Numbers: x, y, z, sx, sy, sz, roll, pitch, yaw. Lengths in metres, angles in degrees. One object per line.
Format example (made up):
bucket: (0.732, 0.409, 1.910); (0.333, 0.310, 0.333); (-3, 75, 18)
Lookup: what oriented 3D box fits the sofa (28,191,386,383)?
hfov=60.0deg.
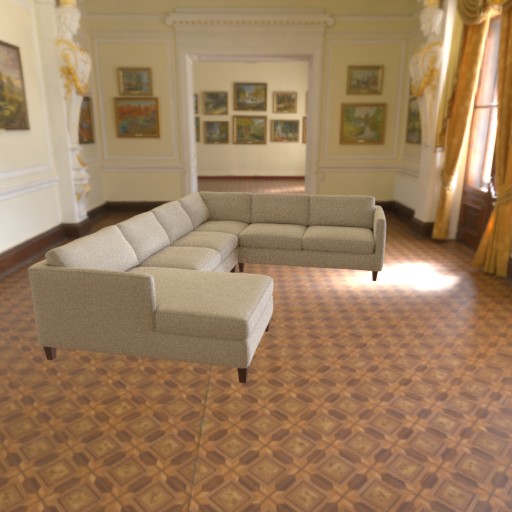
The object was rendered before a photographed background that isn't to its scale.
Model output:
sofa: (0.000, 0.000, 4.335); (2.551, 0.853, 3.238); (3, 16, 12)
